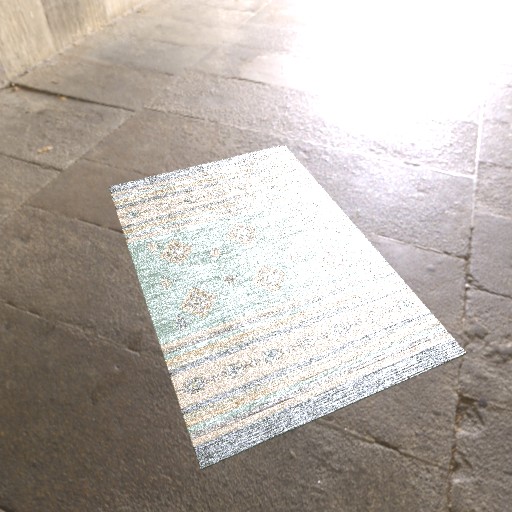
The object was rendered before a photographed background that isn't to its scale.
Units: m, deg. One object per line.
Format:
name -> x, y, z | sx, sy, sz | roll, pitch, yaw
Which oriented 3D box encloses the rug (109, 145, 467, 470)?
rug -> 0.000, 0.000, 2.338 | 1.212, 0.010, 1.811 | -17, 48, -16
